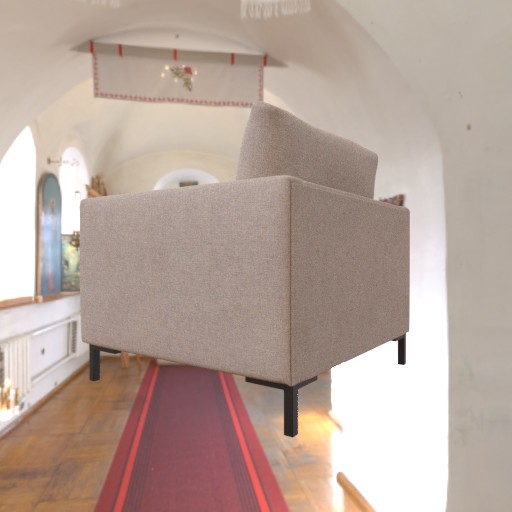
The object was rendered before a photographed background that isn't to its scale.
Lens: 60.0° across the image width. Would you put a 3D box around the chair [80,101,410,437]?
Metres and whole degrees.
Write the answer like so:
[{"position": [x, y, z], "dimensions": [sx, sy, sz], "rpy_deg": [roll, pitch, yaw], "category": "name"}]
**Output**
[{"position": [0.000, 0.000, 1.652], "dimensions": [0.866, 0.861, 0.963], "rpy_deg": [0, 0, 36], "category": "chair"}]
